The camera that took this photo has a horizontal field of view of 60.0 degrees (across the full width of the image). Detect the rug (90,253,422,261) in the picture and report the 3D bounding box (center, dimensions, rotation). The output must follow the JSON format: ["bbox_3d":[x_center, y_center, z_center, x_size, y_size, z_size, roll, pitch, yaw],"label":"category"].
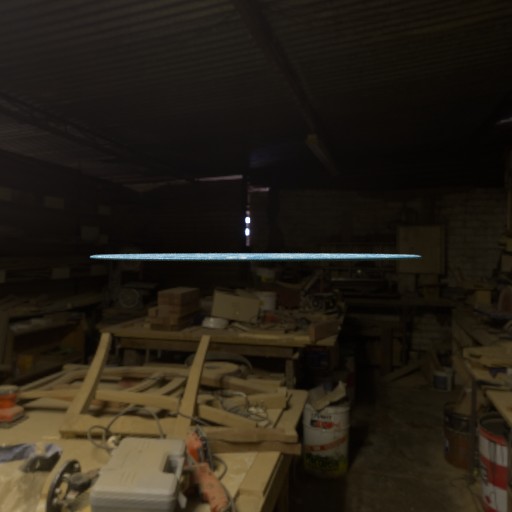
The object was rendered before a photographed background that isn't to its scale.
[{"bbox_3d":[0.000,0.000,2.271,1.593,0.012,1.593,0,1,0],"label":"rug"}]
